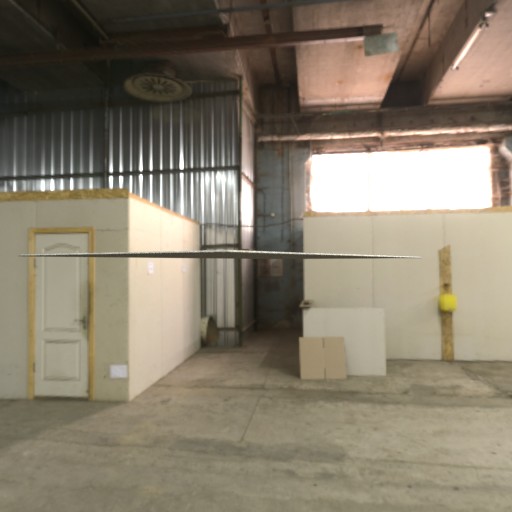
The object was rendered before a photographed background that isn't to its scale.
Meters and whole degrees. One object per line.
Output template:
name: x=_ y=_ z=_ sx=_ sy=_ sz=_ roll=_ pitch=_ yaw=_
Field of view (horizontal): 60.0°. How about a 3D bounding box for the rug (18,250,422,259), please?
rug: x=0.000 y=0.000 z=3.034 sx=1.527 sy=0.021 sz=2.447 roll=-1 pitch=-1 yaw=36
